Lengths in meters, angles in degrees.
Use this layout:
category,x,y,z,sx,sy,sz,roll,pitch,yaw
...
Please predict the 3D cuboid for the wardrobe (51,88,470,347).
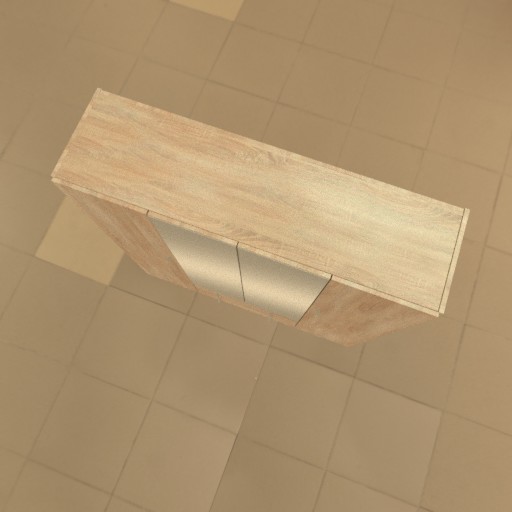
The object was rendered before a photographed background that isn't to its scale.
category,x,y,z,sx,sy,sz,roll,pitch,yaw
wardrobe,0.000,0.000,3.213,1.998,2.159,0.598,19,75,5
